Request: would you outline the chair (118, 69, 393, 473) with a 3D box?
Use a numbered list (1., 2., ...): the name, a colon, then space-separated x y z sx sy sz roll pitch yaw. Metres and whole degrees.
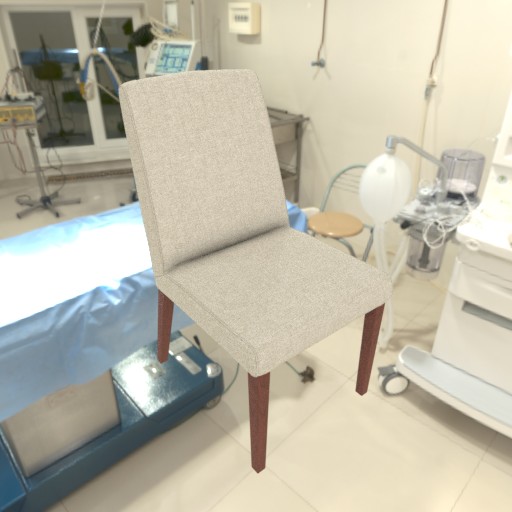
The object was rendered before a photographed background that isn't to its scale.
1. chair: 0.000 0.000 1.229 0.480 0.900 0.594 -22 36 -33
